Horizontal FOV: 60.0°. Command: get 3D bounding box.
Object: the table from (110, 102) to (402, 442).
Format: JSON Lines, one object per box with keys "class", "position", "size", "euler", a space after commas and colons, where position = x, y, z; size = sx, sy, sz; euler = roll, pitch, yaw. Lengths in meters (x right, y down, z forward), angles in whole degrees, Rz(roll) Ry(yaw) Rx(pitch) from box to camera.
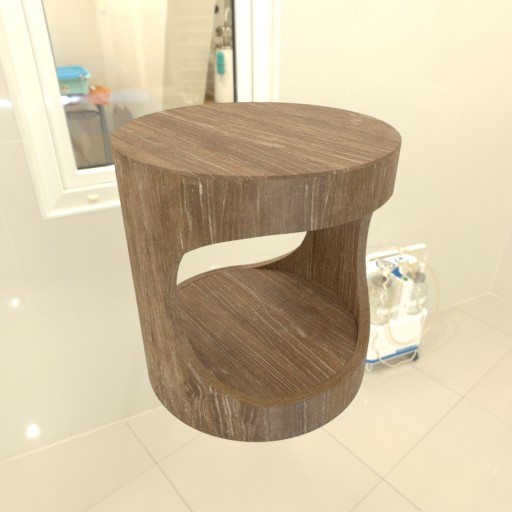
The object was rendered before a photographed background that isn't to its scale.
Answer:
{"class": "table", "position": [0.000, 0.000, 0.970], "size": [0.527, 0.551, 0.527], "euler": [0, 30, 0]}
